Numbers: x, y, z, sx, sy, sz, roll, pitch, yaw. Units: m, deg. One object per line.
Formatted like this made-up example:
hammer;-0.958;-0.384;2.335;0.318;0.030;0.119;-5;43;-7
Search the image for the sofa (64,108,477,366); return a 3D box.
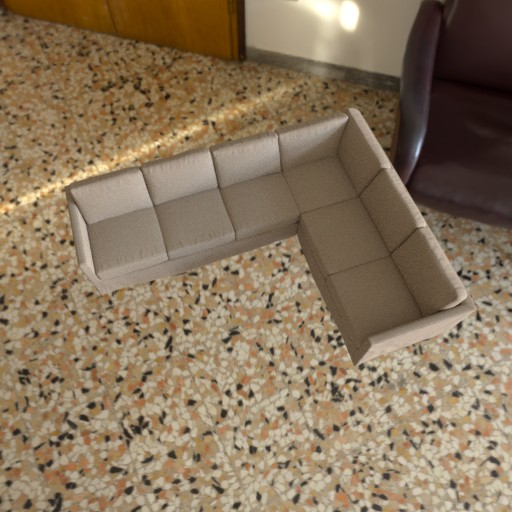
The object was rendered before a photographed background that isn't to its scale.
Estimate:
sofa;0.000;0.000;4.282;3.182;0.871;2.432;-17;65;-8
